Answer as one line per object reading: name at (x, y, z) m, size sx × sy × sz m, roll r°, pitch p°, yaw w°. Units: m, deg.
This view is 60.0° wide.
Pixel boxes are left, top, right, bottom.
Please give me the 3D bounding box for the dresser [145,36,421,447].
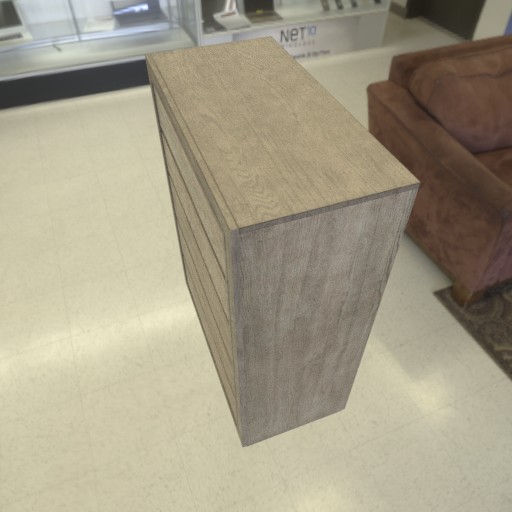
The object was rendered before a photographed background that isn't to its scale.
dresser at (0.000, 0.000, 1.785) m, size 0.483 × 1.295 × 0.967 m, roll -15°, pitch 49°, yaw -14°
